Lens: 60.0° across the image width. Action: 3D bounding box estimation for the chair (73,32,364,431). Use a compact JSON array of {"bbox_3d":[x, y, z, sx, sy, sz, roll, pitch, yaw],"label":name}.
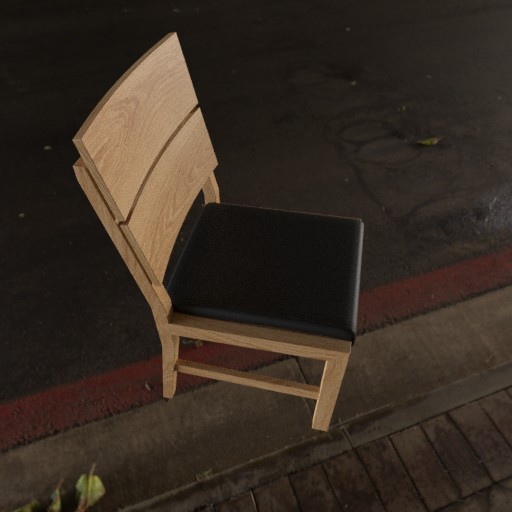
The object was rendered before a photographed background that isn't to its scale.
[{"bbox_3d":[0.000,0.000,1.205,0.569,0.950,0.475,9,48,8],"label":"chair"}]
